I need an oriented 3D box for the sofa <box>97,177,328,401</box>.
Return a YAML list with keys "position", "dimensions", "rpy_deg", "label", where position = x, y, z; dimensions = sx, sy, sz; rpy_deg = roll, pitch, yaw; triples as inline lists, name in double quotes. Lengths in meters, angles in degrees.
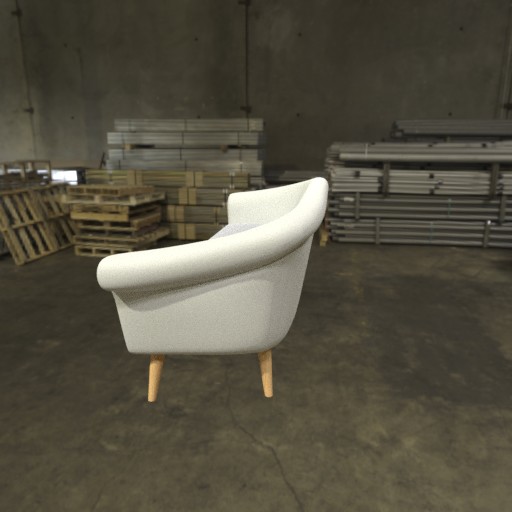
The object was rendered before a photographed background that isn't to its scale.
- position: [0.000, 0.000, 2.565]
  dimensions: [0.827, 0.795, 2.160]
  rpy_deg: [2, 15, 9]
  label: "sofa"
